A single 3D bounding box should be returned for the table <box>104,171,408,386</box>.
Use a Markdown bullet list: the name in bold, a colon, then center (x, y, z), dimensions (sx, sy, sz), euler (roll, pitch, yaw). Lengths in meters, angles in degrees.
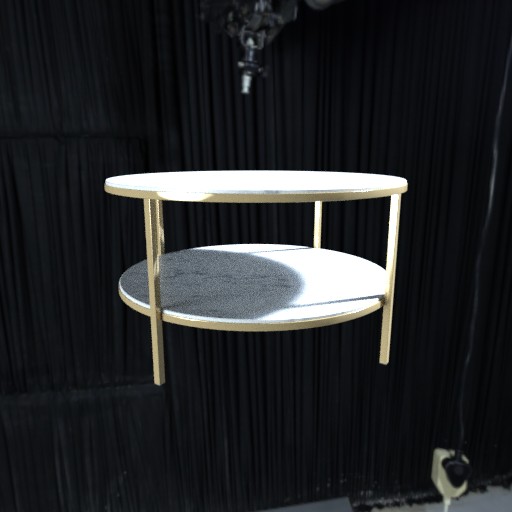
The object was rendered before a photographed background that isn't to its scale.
- **table**: center (0.000, 0.000, 1.283), dimensions (0.800, 0.450, 0.800), euler (0, 13, 0)
